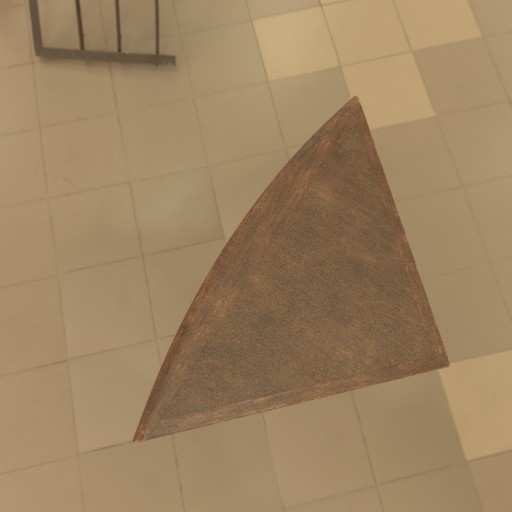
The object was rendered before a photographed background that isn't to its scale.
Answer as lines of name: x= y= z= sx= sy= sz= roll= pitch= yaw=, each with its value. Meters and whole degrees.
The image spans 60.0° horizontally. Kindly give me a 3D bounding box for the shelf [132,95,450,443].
shelf: x=0.000 y=0.000 z=0.476 sx=0.310 sy=0.050 sz=0.310 roll=-13 pitch=76 yaw=-3
